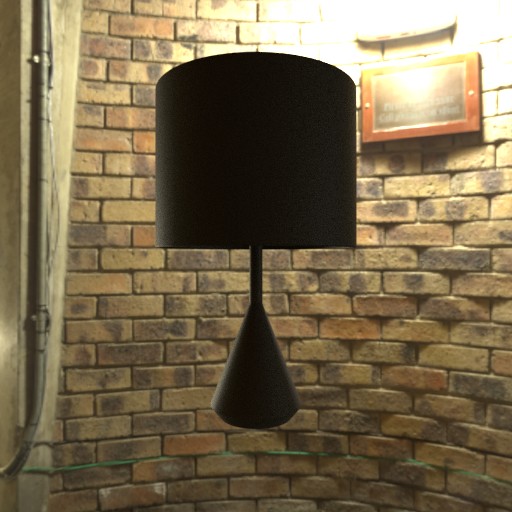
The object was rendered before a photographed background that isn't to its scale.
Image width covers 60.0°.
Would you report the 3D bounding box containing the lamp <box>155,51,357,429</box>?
[{"bbox_3d":[0.000,0.000,0.810,0.359,0.584,0.359,0,0,-18],"label":"lamp"}]
